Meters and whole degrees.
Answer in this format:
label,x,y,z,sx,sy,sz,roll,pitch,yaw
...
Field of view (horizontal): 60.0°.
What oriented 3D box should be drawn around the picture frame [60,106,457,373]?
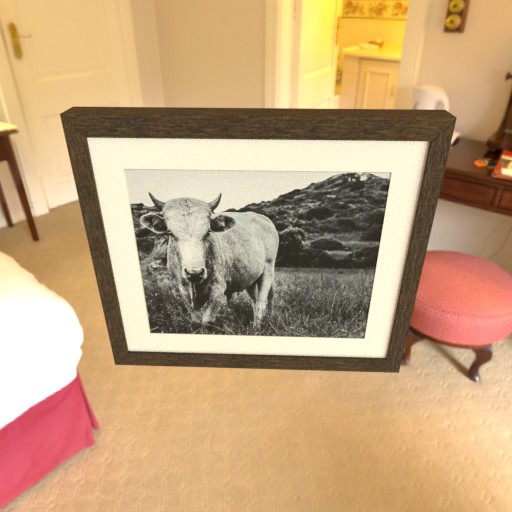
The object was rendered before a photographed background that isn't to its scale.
label,x,y,z,sx,sy,sz,roll,pitch,yaw
picture frame,0.000,0.000,0.521,0.378,0.330,0.033,1,31,2
